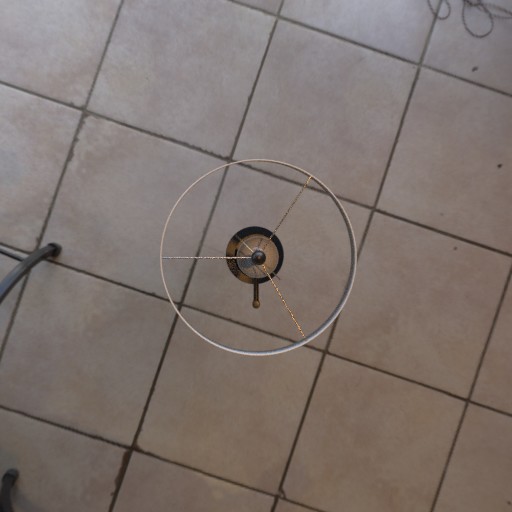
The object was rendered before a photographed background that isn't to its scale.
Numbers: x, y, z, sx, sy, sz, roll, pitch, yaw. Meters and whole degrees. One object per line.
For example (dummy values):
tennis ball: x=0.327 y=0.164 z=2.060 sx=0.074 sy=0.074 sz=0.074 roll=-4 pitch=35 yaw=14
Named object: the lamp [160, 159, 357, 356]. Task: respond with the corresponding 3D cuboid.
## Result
lamp: x=0.000 y=0.000 z=0.923 sx=0.363 sy=0.696 sz=0.363 roll=0 pitch=90 yaw=-1
